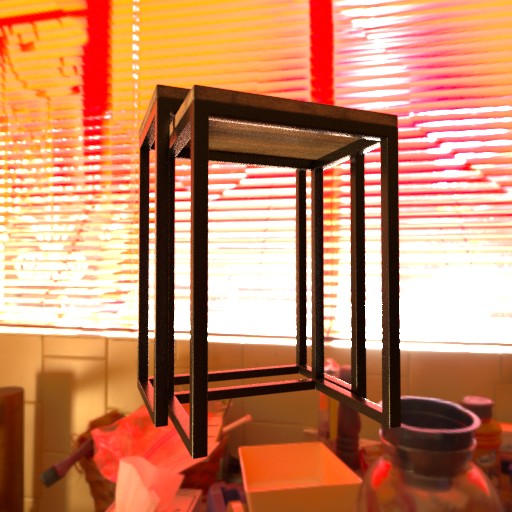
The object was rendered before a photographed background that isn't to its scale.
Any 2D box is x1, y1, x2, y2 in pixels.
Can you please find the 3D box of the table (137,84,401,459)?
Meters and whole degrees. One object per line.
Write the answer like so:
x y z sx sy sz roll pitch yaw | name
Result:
0.000 0.000 0.936 0.456 0.615 0.460 1 -2 -19 | table
